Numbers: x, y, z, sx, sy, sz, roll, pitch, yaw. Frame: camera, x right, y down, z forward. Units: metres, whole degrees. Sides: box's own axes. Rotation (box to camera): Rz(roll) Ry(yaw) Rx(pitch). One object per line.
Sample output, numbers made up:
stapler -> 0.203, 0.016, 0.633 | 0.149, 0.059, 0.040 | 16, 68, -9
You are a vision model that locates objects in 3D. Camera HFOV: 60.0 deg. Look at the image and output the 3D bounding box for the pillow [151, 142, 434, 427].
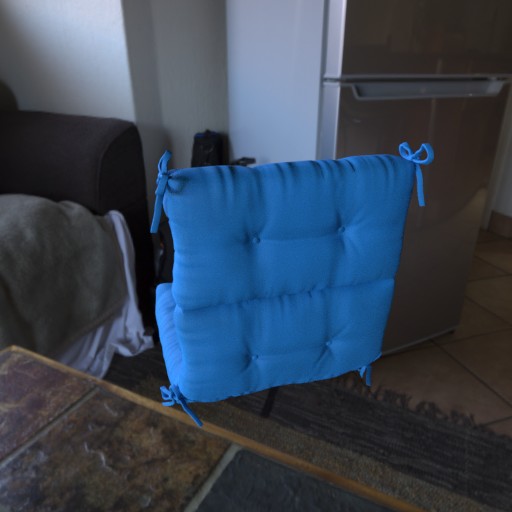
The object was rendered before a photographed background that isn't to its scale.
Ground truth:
pillow -> 0.000, 0.000, 1.061 | 0.519, 0.605, 0.571 | -7, 26, -15
